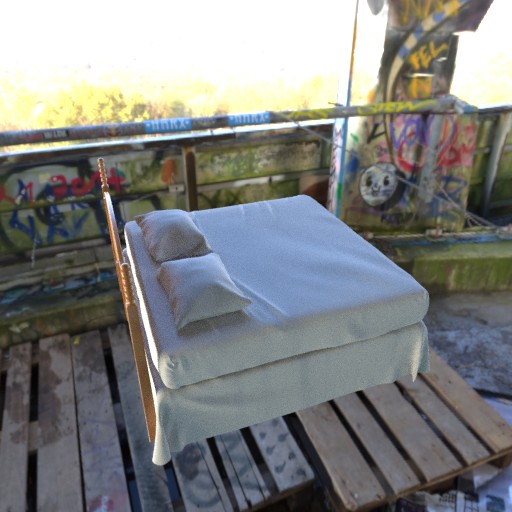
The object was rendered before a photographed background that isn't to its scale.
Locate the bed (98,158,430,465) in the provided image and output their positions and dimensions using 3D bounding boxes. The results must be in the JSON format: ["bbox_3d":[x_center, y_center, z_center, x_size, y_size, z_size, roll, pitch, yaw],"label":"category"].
[{"bbox_3d":[0.000,0.000,3.688,2.219,1.355,2.322,-11,32,-18],"label":"bed"}]
